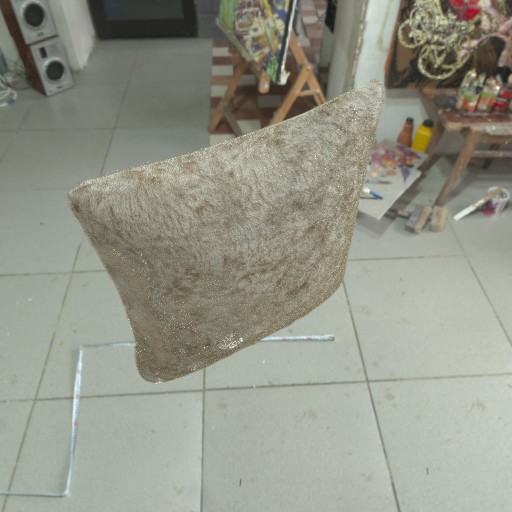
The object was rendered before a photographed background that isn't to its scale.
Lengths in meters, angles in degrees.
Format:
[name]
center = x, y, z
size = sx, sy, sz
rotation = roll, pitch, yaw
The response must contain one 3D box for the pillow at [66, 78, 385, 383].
[pillow]
center = 0.000, 0.000, 0.815
size = 0.538, 0.525, 0.216
rotation = -25, 52, -21
